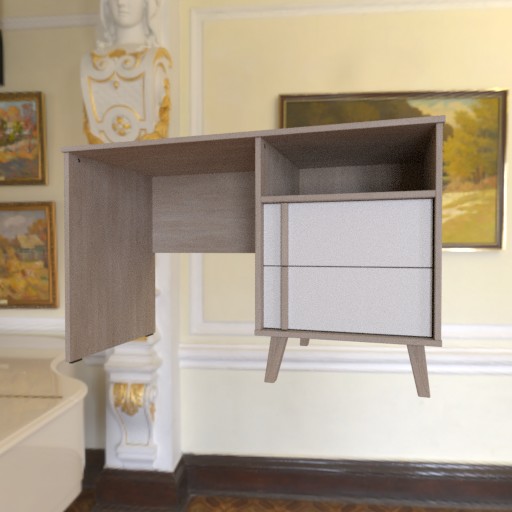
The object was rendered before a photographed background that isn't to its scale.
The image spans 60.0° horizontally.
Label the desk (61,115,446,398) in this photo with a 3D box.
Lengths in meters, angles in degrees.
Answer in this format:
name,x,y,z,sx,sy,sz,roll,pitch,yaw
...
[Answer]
name,x,y,z,sx,sy,sz,roll,pitch,yaw
desk,0.000,0.000,1.664,1.251,0.770,0.600,0,1,17
